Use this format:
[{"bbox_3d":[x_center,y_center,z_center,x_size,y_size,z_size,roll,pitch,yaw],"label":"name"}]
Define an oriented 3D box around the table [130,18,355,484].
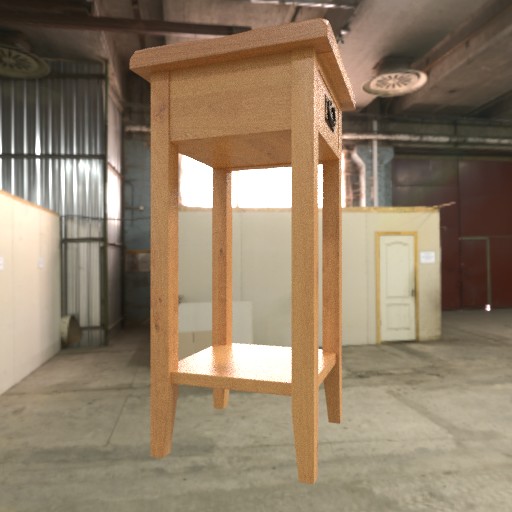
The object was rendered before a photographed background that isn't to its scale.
[{"bbox_3d":[0.000,0.000,0.912,0.360,0.740,0.360,0,0,19],"label":"table"}]
